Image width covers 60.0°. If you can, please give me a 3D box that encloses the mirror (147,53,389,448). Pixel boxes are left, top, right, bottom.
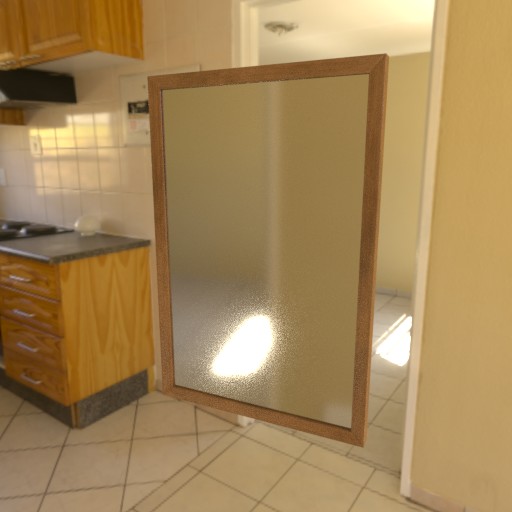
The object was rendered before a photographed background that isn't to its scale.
[{"bbox_3d":[0.000,0.000,1.149,0.609,0.915,0.040,6,13,24],"label":"mirror"}]
